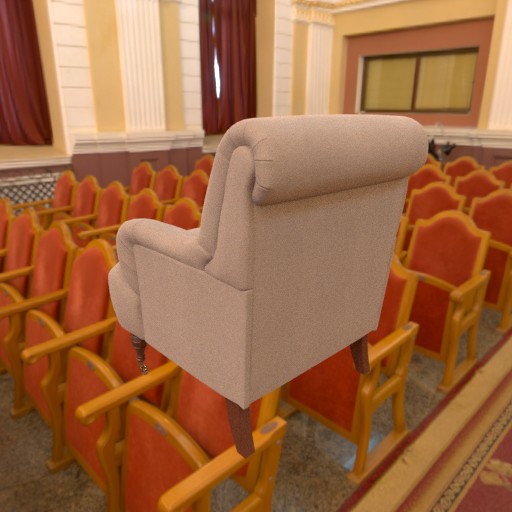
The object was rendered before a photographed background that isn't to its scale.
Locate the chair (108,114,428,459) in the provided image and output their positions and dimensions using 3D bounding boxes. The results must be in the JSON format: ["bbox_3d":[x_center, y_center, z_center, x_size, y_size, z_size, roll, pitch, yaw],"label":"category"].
[{"bbox_3d":[0.000,0.000,1.542,0.766,0.942,0.842,-17,24,-41],"label":"chair"}]
